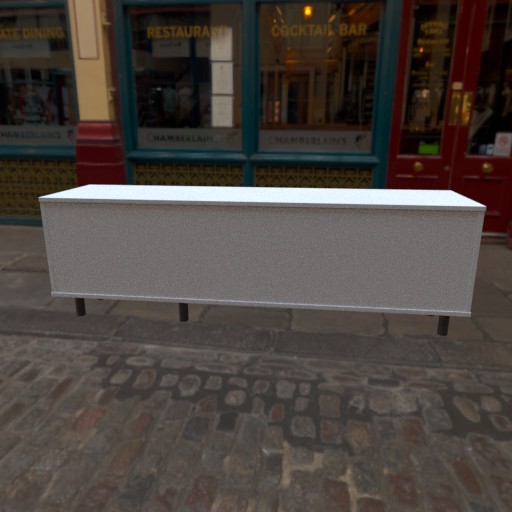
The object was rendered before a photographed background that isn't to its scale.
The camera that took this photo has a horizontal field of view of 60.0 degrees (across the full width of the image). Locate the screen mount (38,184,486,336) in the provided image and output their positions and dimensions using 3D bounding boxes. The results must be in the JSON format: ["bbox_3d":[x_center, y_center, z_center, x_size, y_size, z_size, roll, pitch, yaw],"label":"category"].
[{"bbox_3d":[0.000,0.000,1.844,1.600,0.520,0.418,2,16,7],"label":"screen mount"}]
